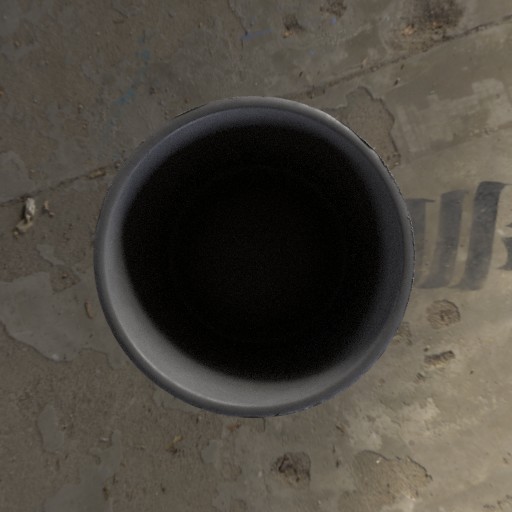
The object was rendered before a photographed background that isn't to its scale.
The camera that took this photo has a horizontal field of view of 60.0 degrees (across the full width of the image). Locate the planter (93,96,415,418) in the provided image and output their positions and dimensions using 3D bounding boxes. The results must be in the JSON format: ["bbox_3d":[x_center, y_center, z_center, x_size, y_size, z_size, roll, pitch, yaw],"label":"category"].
[{"bbox_3d":[0.000,0.000,0.450,0.254,0.221,0.254,0,91,1],"label":"planter"}]
